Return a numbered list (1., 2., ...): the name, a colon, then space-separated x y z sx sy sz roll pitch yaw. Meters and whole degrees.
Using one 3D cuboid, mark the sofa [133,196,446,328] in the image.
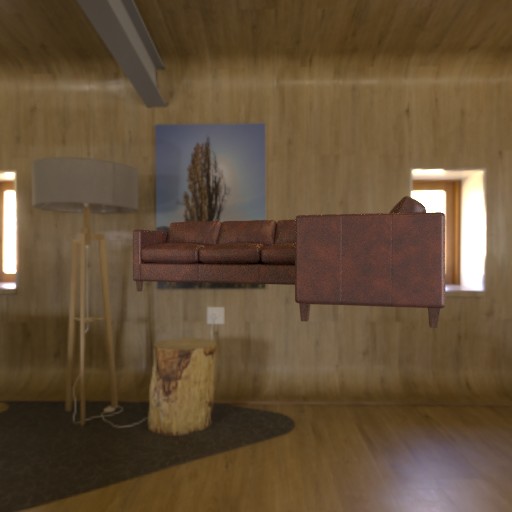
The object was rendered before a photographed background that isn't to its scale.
1. sofa: 0.000 0.000 4.294 3.152 0.836 2.438 0 1 17
